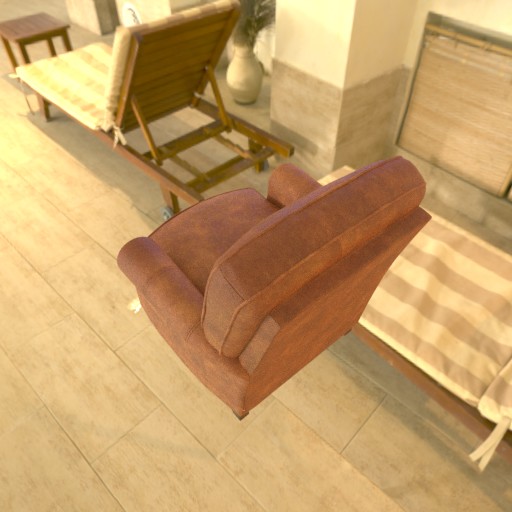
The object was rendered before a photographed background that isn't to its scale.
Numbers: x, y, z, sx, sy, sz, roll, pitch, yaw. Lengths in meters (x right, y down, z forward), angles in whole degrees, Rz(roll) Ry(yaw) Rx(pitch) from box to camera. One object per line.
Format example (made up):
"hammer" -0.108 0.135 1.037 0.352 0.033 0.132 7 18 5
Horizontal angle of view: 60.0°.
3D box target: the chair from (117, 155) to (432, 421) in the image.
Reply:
"chair" 0.000 0.000 1.796 0.936 1.018 0.986 -31 53 -27
